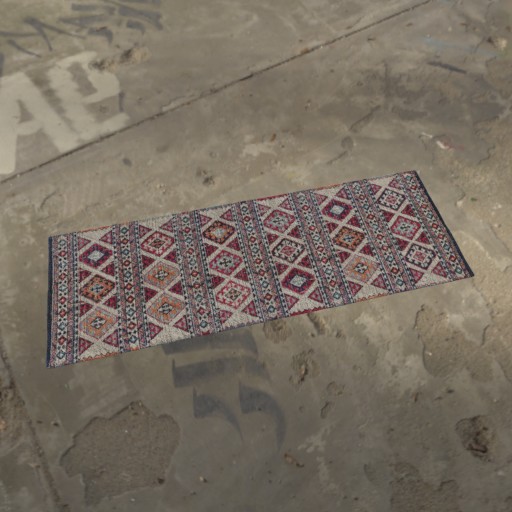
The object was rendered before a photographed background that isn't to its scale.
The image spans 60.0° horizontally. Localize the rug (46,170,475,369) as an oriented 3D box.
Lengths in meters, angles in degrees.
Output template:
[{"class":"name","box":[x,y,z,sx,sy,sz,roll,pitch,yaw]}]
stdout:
[{"class":"rug","box":[0.000,0.000,2.582,2.362,0.008,0.832,-11,59,-7]}]
